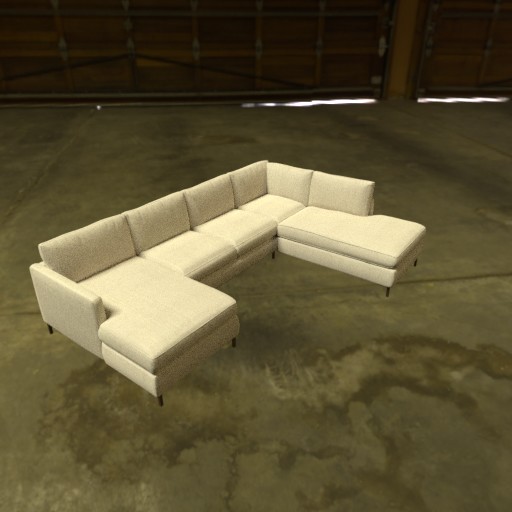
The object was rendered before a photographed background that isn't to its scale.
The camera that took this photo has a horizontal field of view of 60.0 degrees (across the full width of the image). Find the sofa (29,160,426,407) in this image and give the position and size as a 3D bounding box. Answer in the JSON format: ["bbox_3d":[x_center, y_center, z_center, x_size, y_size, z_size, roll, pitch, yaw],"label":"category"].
[{"bbox_3d":[0.000,0.000,3.552,1.879,0.756,2.737,19,33,32],"label":"sofa"}]
